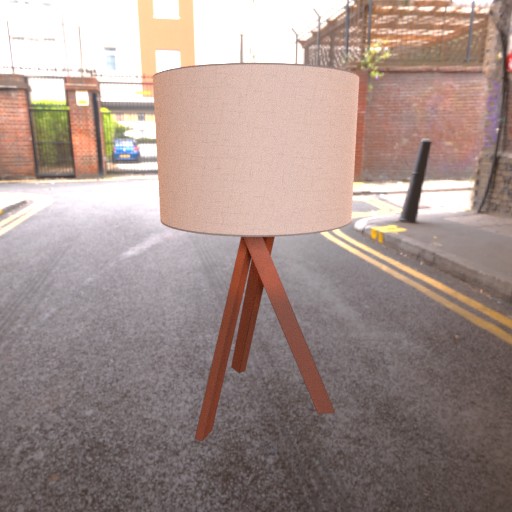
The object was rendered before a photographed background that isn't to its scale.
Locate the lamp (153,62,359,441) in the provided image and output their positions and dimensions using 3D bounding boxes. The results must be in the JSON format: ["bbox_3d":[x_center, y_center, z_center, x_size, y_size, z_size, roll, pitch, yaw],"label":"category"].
[{"bbox_3d":[0.000,0.000,0.921,0.380,0.686,0.380,7,16,26],"label":"lamp"}]
